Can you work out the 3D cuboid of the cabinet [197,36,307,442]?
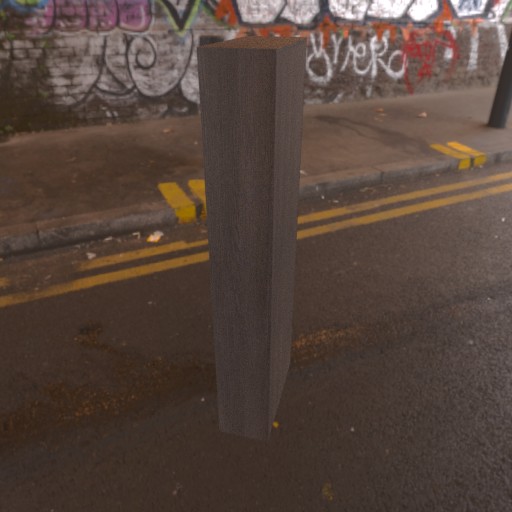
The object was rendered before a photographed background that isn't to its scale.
[{"bbox_3d":[0.000,0.000,1.865,0.255,1.630,0.520,7,30,13],"label":"cabinet"}]
